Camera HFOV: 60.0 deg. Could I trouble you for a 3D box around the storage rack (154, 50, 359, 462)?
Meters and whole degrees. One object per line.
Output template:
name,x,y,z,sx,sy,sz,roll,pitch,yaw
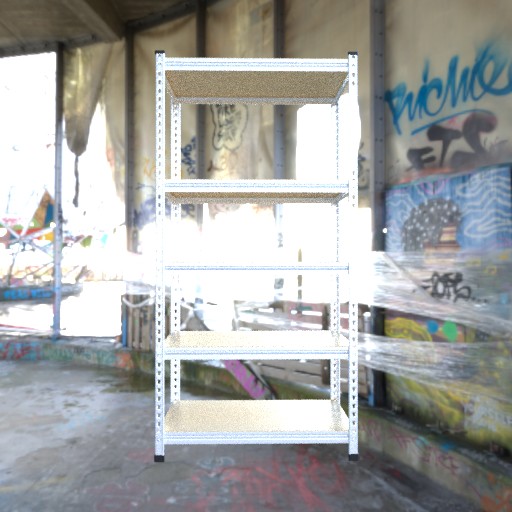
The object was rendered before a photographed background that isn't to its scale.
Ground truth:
storage rack,0.000,0.000,2.202,0.914,1.829,0.457,0,0,-1
